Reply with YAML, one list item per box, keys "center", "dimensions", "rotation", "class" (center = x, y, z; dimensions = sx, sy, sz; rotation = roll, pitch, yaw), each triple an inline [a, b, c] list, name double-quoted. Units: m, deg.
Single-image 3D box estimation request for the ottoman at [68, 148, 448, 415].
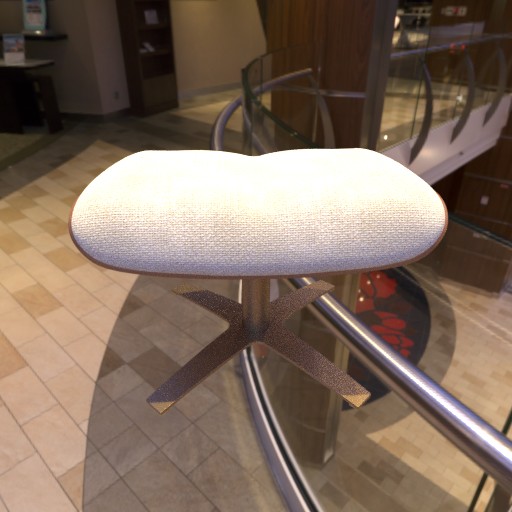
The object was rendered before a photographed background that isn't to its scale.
- center: [0.000, 0.000, 0.826]
  dimensions: [0.520, 0.391, 0.394]
  rotation: [-1, 30, -2]
  class: "ottoman"
